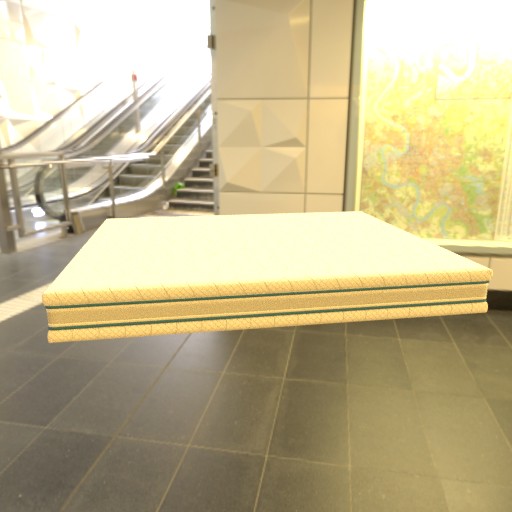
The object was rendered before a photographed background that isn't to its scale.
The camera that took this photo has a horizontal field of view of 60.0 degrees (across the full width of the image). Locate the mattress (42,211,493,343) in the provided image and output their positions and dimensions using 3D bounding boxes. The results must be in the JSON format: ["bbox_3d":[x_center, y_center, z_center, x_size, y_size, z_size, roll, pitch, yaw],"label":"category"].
[{"bbox_3d":[0.000,0.000,2.709,2.000,0.230,1.600,-3,16,-9],"label":"mattress"}]
